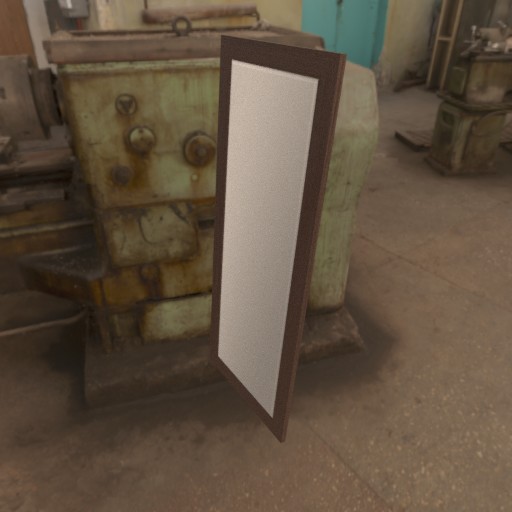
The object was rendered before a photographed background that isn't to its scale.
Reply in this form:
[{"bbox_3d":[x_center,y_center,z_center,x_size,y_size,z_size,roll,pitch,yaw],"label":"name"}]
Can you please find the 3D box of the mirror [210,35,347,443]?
[{"bbox_3d":[0.000,0.000,2.328,0.221,2.020,0.812,-20,37,-29],"label":"mirror"}]
